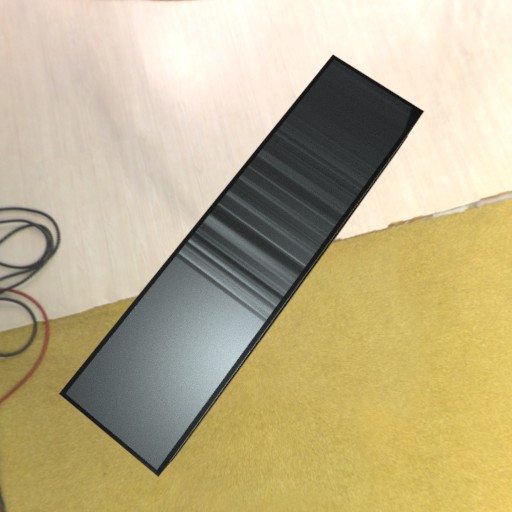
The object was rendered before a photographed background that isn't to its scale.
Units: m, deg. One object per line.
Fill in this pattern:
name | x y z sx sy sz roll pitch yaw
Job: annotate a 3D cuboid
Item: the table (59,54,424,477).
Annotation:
table | 0.000 0.000 1.656 0.399 0.395 1.486 36 79 8
